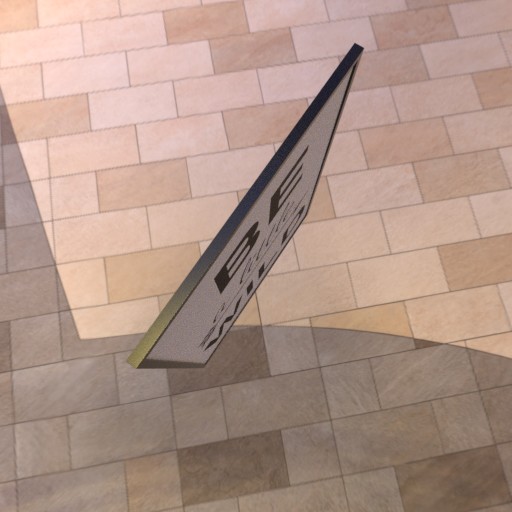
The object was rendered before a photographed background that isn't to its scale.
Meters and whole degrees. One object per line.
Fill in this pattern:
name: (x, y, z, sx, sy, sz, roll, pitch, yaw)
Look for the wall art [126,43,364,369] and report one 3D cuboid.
wall art: (0.000, 0.000, 0.762, 0.013, 0.582, 0.442, 33, 78, 8)
